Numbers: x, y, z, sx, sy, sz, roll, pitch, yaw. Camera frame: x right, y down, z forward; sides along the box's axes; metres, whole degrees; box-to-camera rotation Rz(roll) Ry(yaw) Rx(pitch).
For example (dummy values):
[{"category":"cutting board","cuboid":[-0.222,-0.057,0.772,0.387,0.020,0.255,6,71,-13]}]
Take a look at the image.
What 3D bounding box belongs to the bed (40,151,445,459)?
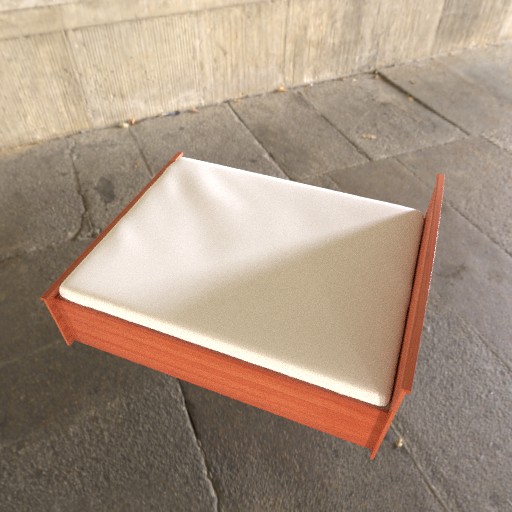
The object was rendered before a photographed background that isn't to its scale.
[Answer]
[{"category":"bed","cuboid":[0.000,0.000,2.927,2.053,0.848,1.683,15,47,15]}]
